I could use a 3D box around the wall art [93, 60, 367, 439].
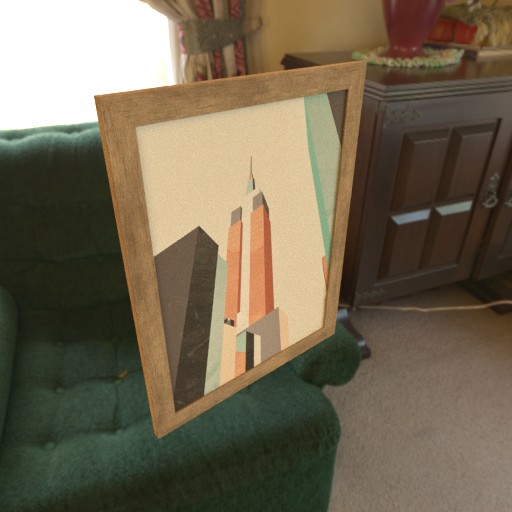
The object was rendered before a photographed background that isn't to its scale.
[{"bbox_3d":[0.000,0.000,0.898,0.534,0.686,0.018,-22,38,-32],"label":"wall art"}]
